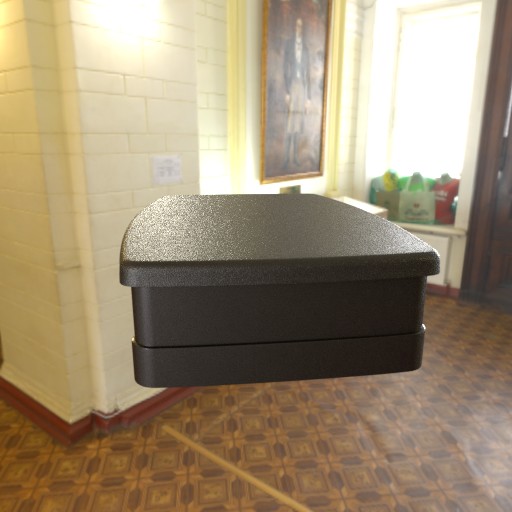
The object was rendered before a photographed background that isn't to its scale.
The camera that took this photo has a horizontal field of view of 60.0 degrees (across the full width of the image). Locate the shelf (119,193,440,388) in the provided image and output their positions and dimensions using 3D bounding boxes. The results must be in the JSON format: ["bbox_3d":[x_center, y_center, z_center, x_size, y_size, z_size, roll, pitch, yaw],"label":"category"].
[{"bbox_3d":[0.000,0.000,0.522,0.280,0.100,0.410,-2,15,-7],"label":"shelf"}]
